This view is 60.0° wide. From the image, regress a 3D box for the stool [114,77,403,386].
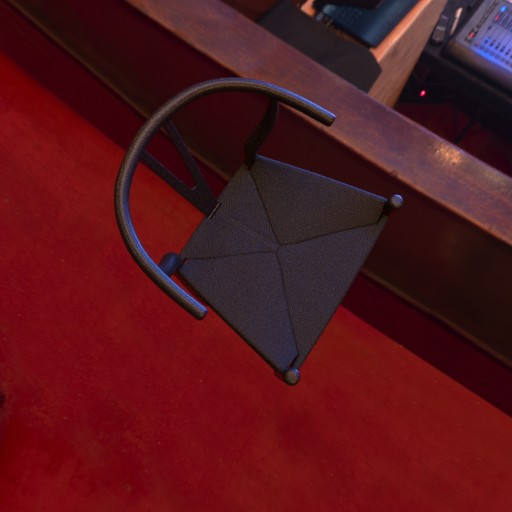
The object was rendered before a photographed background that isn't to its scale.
[{"bbox_3d":[0.000,0.000,1.417,0.579,1.072,0.569,32,78,7],"label":"stool"}]
